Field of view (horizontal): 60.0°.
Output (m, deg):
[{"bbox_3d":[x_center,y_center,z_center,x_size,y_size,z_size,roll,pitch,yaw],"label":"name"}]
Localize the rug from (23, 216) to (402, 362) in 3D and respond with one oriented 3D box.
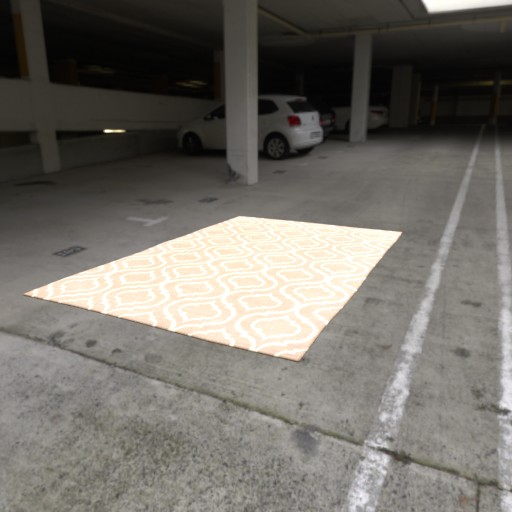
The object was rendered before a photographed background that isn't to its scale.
[{"bbox_3d":[0.000,0.000,2.216,1.152,0.013,1.761,8,18,25],"label":"rug"}]
